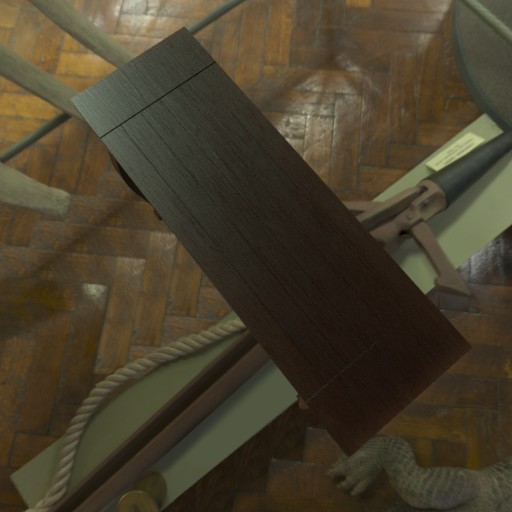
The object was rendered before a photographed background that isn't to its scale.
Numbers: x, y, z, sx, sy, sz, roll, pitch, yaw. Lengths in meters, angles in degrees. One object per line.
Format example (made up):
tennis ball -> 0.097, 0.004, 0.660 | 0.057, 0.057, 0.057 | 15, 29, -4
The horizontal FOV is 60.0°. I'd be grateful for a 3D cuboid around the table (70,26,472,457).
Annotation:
table -> 0.000, 0.000, 1.409 | 0.373, 0.768, 1.062 | -37, 78, -9
